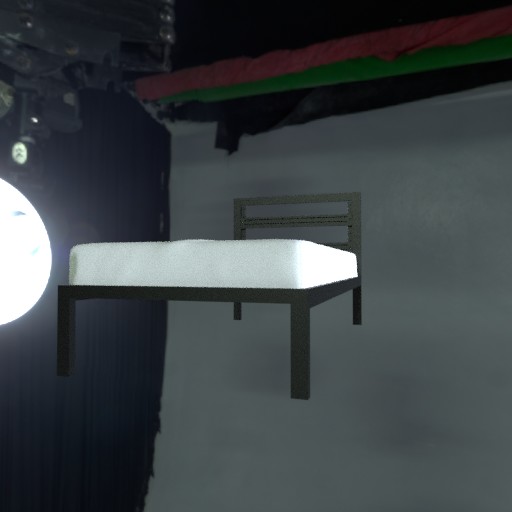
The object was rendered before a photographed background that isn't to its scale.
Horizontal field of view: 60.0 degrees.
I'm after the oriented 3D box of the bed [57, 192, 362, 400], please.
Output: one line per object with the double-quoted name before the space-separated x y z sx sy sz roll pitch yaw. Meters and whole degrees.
"bed" 0.000 0.000 2.495 0.991 0.967 1.930 0 -1 18
